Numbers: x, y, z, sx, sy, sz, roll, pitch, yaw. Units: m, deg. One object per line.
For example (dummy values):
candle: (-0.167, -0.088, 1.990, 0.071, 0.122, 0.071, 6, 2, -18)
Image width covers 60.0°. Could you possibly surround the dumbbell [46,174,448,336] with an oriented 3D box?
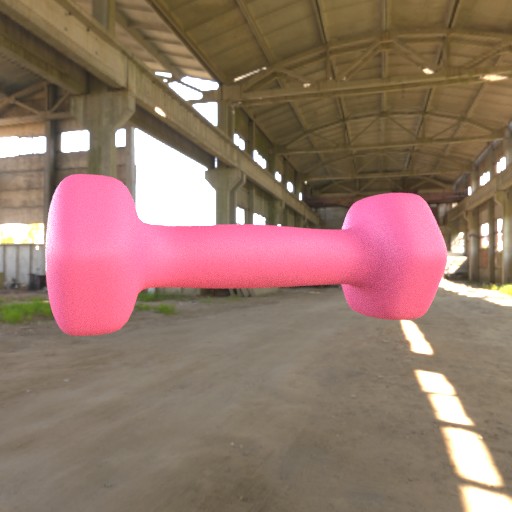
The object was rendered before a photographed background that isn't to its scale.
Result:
dumbbell: (0.000, 0.000, 0.171, 0.146, 0.053, 0.058, 0, -1, -18)
